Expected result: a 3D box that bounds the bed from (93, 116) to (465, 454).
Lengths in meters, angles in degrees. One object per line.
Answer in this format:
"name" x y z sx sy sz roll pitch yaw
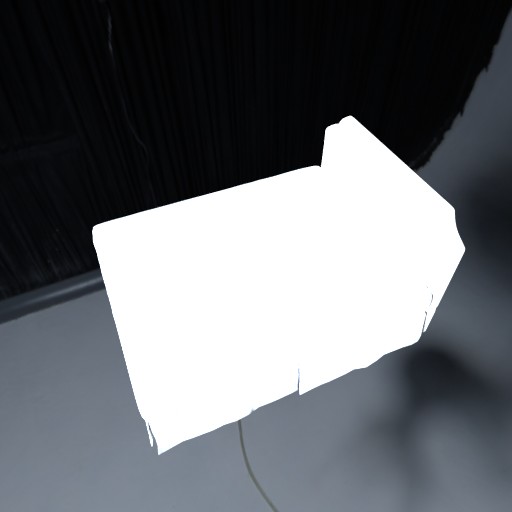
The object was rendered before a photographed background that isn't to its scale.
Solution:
"bed" 0.000 0.000 3.688 2.498 1.293 1.977 -18 50 -16
